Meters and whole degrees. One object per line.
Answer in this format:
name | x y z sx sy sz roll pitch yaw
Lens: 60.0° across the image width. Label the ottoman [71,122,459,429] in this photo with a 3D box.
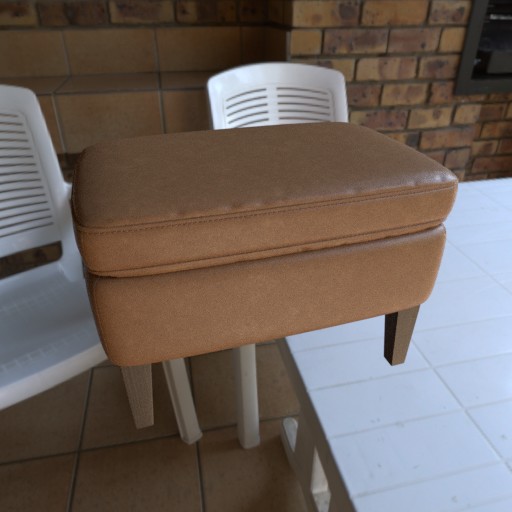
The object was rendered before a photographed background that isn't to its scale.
ottoman | 0.000 0.000 0.954 0.670 0.480 0.420 -9 32 -15
